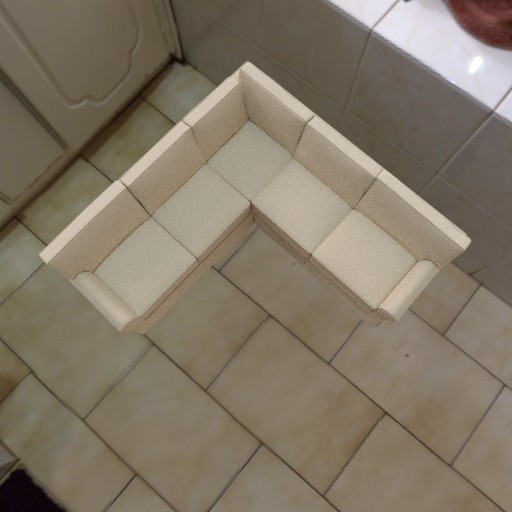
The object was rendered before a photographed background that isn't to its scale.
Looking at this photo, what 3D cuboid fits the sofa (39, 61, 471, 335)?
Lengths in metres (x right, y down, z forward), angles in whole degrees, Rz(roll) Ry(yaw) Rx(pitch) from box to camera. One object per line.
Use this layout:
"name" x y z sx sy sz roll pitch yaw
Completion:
"sofa" 0.000 0.000 4.016 2.597 1.070 2.591 42 80 10
